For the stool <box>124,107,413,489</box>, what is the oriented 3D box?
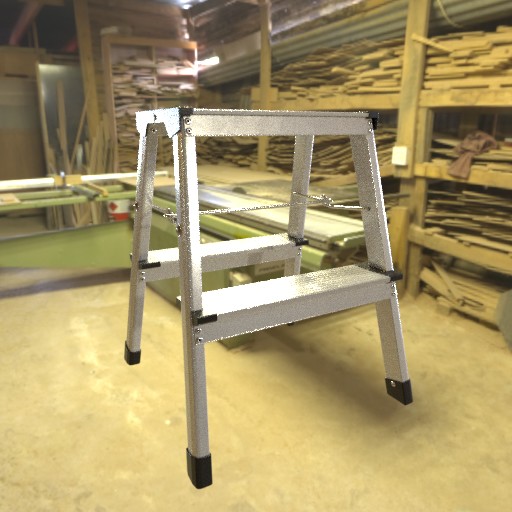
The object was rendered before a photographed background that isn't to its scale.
[{"bbox_3d":[0.000,0.000,0.774,0.404,0.480,0.405,-9,18,-28],"label":"stool"}]
